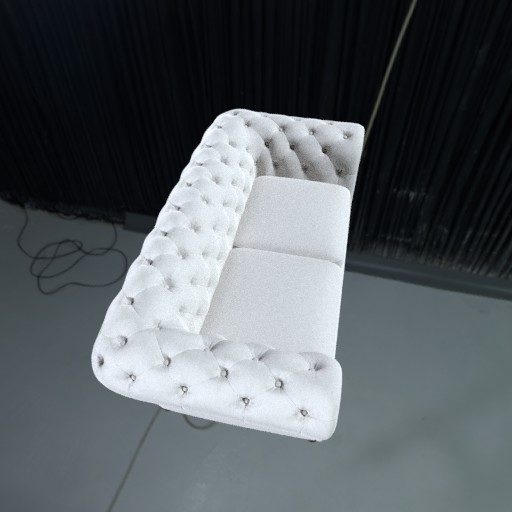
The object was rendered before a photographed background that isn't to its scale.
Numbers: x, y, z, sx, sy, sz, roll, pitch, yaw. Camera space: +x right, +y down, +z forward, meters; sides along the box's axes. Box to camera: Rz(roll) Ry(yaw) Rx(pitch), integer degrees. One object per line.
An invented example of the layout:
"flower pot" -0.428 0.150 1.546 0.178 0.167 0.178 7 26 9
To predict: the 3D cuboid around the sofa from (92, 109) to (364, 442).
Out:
"sofa" 0.000 0.000 2.432 0.986 0.764 1.998 9 47 8
